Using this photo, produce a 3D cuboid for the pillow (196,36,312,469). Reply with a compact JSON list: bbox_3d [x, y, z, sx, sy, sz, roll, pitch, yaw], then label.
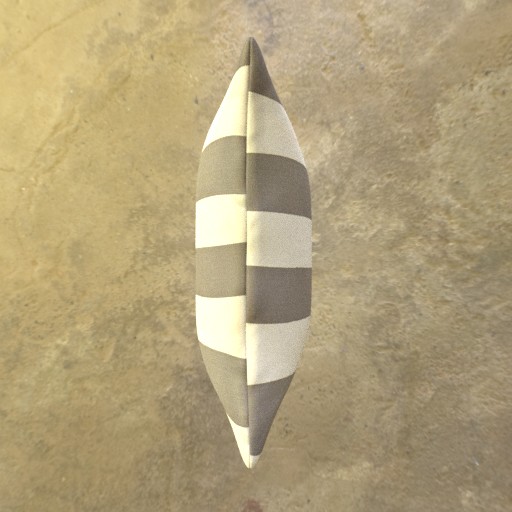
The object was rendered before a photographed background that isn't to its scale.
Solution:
[{"bbox_3d":[0.000,0.000,0.779,0.192,0.507,0.522,0,89,2],"label":"pillow"}]
